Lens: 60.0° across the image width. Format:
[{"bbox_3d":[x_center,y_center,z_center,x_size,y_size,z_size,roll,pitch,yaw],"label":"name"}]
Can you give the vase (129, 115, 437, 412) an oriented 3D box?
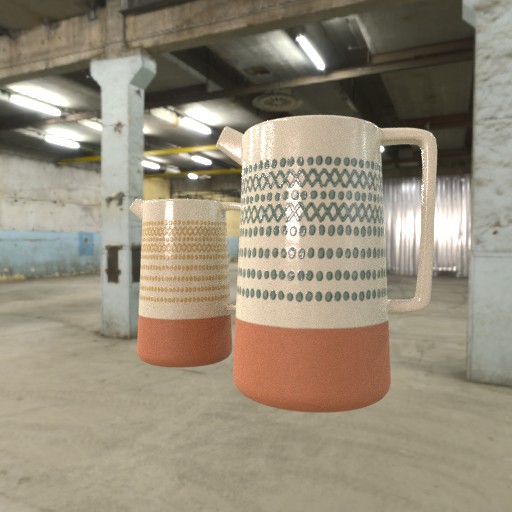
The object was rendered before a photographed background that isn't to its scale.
[{"bbox_3d":[0.000,0.000,0.467,0.168,0.247,0.326,-1,1,-37],"label":"vase"}]
